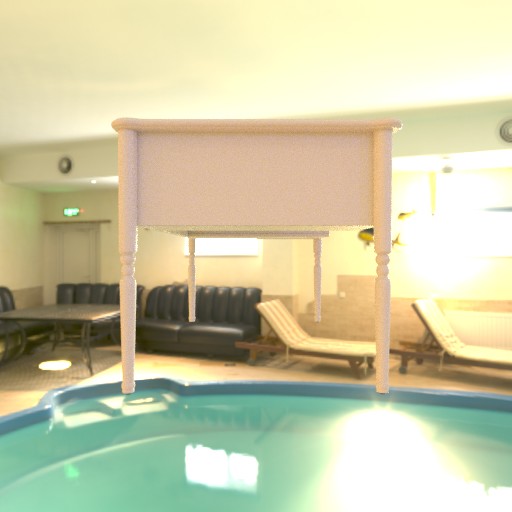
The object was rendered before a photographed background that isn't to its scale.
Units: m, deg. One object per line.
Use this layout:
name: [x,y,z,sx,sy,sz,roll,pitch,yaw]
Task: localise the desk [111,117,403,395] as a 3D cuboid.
desk: [0.000,0.000,1.877,0.807,0.762,1.380,0,0,0]
